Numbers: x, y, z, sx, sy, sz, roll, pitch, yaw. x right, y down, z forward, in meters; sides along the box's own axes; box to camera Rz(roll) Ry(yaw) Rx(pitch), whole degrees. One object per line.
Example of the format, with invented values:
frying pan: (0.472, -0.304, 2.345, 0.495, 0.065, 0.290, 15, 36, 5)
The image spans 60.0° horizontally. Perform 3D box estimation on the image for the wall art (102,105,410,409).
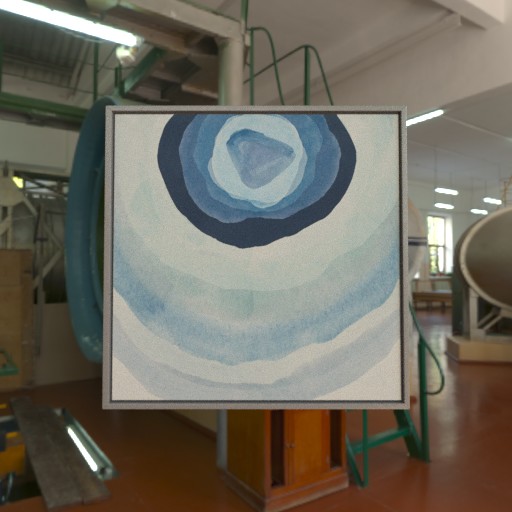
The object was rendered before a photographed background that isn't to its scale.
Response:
wall art: (0.000, 0.000, 0.519, 0.349, 0.349, 0.028, 0, -2, 0)
